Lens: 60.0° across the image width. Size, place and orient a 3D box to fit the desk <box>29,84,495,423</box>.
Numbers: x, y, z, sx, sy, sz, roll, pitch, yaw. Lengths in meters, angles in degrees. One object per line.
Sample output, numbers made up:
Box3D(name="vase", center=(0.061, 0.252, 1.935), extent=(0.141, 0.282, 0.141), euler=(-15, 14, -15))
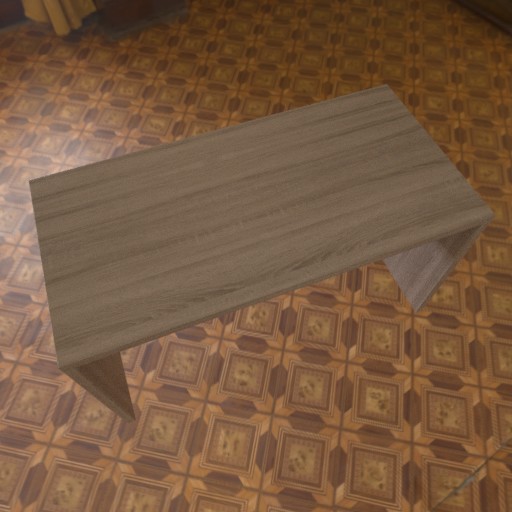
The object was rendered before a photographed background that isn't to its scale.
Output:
Box3D(name="desk", center=(0.000, 0.000, 1.776), extent=(1.380, 0.745, 0.690), euler=(-18, 60, -11))
